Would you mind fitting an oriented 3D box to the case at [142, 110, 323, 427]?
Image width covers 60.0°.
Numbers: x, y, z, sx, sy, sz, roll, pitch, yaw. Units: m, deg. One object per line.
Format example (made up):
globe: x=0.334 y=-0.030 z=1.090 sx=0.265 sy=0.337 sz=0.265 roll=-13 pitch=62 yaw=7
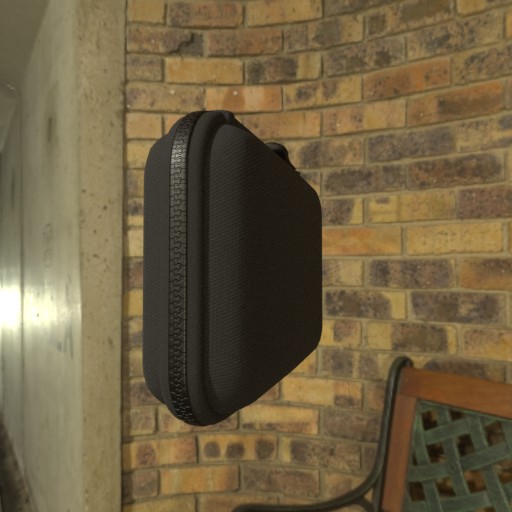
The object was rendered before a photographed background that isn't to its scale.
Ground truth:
case: x=0.000 y=0.000 z=0.182 sx=0.038 sy=0.105 sz=0.132 roll=-1 pitch=-2 yaw=19
